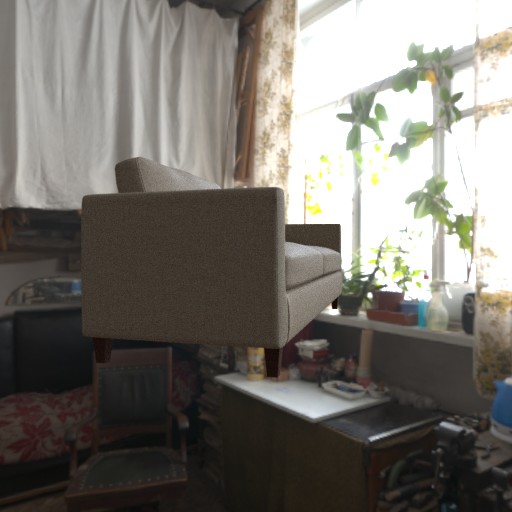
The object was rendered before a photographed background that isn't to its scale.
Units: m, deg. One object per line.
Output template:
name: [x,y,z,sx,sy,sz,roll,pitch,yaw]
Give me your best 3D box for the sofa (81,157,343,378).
sofa: [0.000,0.000,2.992,0.951,0.965,2.434,0,1,16]
